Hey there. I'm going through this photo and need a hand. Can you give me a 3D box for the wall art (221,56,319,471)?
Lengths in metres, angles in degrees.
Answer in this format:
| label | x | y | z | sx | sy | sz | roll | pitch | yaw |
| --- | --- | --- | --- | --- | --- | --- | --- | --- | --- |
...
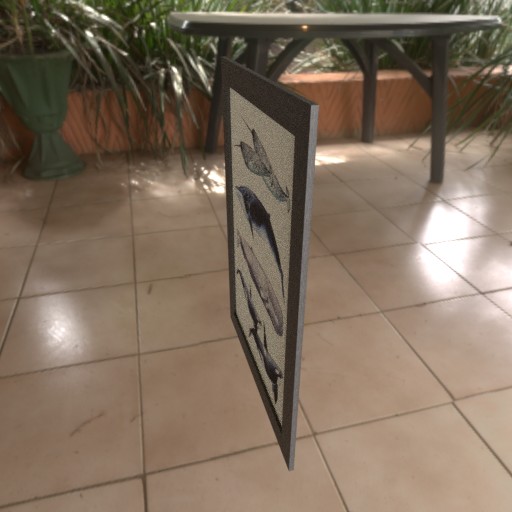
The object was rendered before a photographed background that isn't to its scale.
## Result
| label | x | y | z | sx | sy | sz | roll | pitch | yaw |
| --- | --- | --- | --- | --- | --- | --- | --- | --- | --- |
| wall art | 0.000 | 0.000 | 1.454 | 0.016 | 1.116 | 0.810 | -8 | 31 | -14 |
